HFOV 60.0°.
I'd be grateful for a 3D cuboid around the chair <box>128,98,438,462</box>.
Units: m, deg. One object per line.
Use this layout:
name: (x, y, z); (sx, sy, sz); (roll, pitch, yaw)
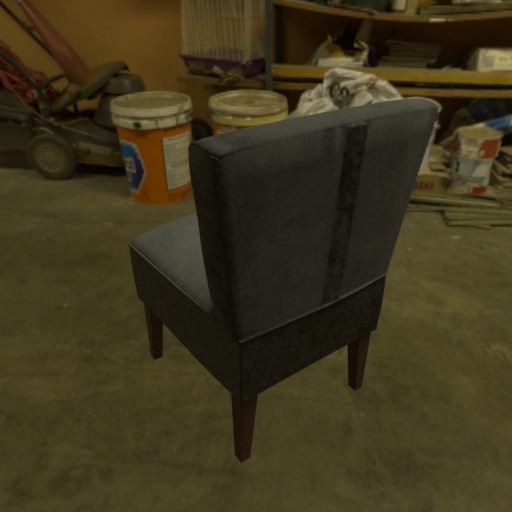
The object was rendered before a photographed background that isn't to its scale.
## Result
chair: (0.000, 0.000, 1.128); (0.521, 0.806, 0.554); (-20, 37, -29)
